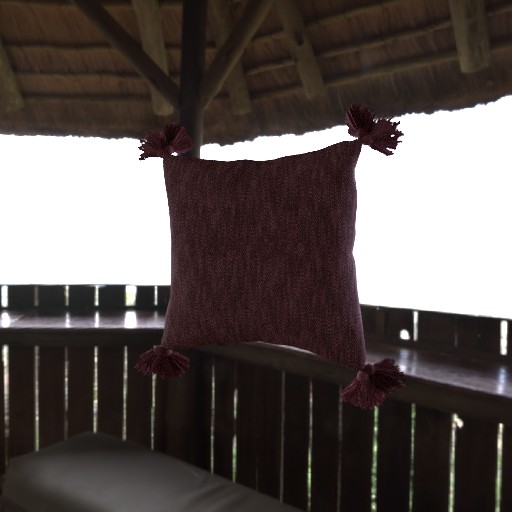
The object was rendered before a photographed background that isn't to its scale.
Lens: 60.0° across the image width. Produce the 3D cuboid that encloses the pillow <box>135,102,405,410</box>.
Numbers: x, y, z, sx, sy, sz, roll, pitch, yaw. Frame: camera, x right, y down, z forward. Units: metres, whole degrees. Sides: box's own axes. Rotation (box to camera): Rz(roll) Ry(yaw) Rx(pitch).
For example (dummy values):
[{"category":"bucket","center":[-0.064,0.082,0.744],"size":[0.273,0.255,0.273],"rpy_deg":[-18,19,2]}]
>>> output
[{"category":"pillow","center":[0.000,0.000,0.996],"size":[0.641,0.659,0.138],"rpy_deg":[0,1,18]}]
